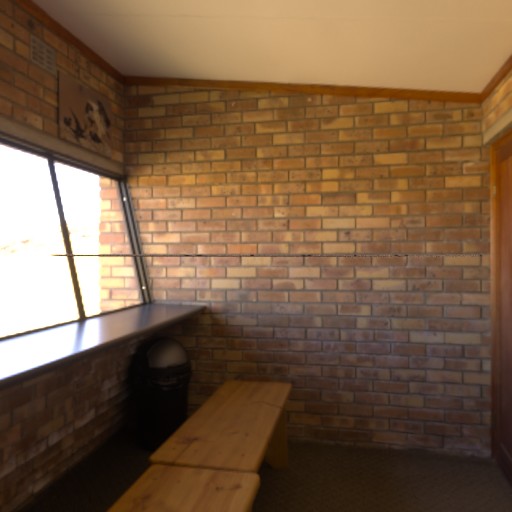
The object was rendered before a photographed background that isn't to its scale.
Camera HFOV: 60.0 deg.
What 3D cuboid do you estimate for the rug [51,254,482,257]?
[{"bbox_3d":[0.000,0.000,3.062,2.465,0.008,1.526,0,0,-20],"label":"rug"}]
